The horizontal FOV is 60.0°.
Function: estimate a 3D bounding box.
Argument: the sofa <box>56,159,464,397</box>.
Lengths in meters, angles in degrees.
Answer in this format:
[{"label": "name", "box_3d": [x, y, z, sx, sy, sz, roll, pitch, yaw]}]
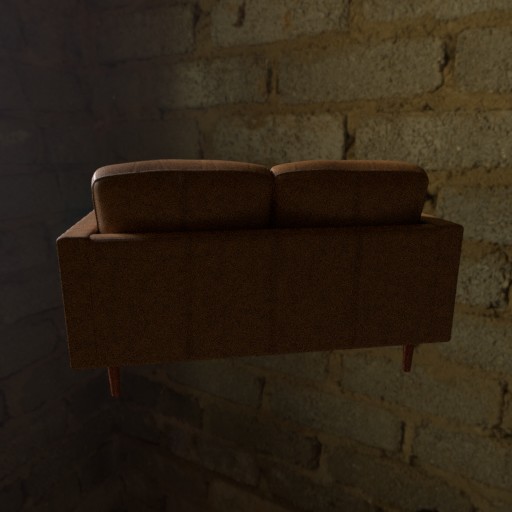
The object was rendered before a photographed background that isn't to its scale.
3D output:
[{"label": "sofa", "box_3d": [0.000, 0.000, 2.168, 1.578, 0.951, 0.909, -2, 15, -9]}]
